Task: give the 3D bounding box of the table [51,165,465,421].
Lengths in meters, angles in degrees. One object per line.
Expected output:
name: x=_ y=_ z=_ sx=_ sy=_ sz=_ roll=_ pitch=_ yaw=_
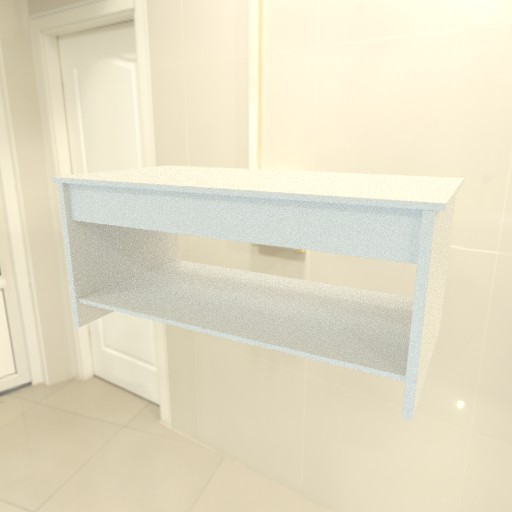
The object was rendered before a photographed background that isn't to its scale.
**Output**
table: x=0.000 y=0.000 z=1.257 sx=1.000 sy=0.441 sz=0.500 roll=8 pitch=18 yaw=27
